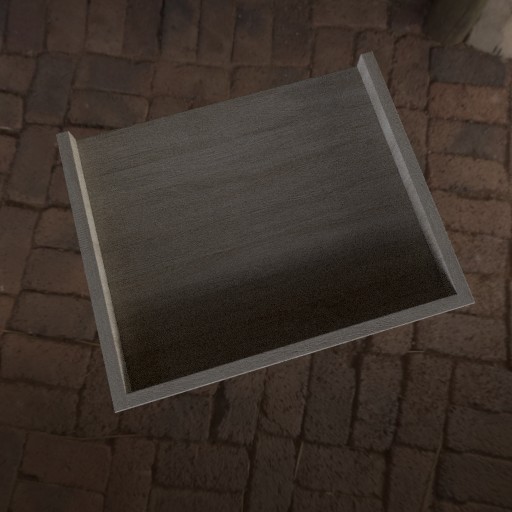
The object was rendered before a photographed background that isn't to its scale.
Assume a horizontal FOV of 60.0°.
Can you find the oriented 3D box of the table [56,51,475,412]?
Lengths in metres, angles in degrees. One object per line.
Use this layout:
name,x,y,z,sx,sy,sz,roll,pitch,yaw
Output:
table,0.000,0.000,0.797,0.450,0.470,0.370,-16,77,-4
